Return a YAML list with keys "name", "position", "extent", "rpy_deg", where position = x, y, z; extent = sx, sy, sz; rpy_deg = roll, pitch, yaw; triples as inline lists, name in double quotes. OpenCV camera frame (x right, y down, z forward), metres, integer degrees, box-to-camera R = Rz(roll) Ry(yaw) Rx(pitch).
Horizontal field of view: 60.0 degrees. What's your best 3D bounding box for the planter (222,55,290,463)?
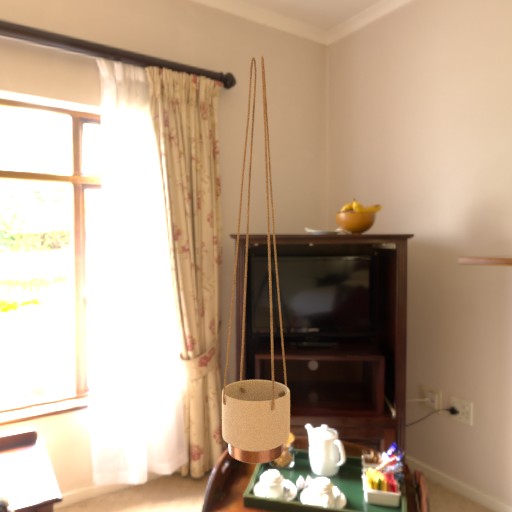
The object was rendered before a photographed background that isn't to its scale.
- name: "planter"
  position: [0.000, 0.000, 0.946]
  extent: [0.146, 0.841, 0.146]
  rpy_deg: [0, 2, 17]
